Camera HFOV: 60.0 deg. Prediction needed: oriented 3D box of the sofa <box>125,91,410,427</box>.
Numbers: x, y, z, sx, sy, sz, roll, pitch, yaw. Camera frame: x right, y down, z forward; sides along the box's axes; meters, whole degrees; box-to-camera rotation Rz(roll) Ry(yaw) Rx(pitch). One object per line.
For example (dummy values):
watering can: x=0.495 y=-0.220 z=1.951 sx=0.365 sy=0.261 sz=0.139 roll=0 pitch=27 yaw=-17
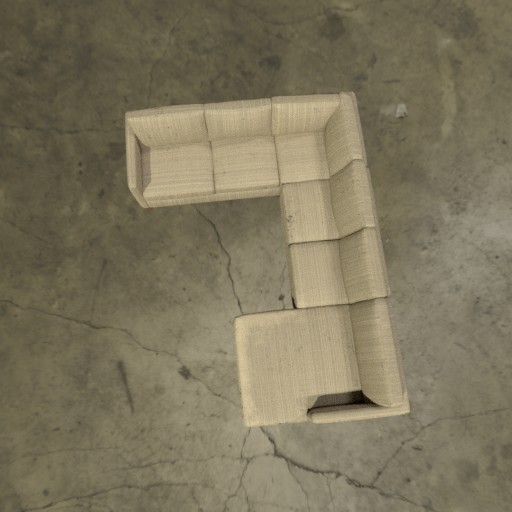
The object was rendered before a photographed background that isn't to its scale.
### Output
sofa: x=0.000 y=0.000 z=4.747 sx=2.594 sy=0.961 sz=3.460 roll=-6 pitch=76 yaw=-1
